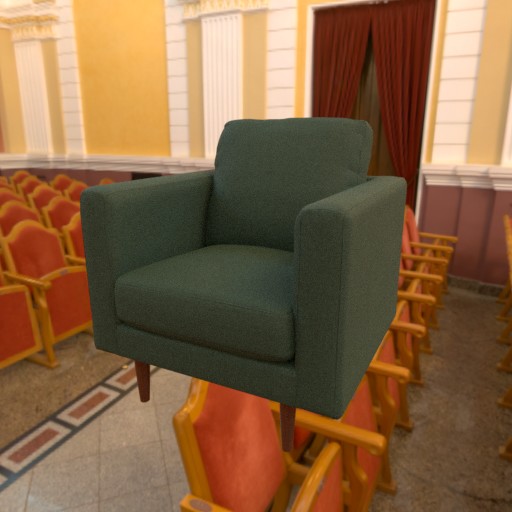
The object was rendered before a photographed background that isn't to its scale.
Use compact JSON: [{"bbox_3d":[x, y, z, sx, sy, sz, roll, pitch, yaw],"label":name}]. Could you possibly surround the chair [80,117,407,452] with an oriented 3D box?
[{"bbox_3d":[0.000,0.000,1.528,0.855,0.927,0.800,8,17,26],"label":"chair"}]
